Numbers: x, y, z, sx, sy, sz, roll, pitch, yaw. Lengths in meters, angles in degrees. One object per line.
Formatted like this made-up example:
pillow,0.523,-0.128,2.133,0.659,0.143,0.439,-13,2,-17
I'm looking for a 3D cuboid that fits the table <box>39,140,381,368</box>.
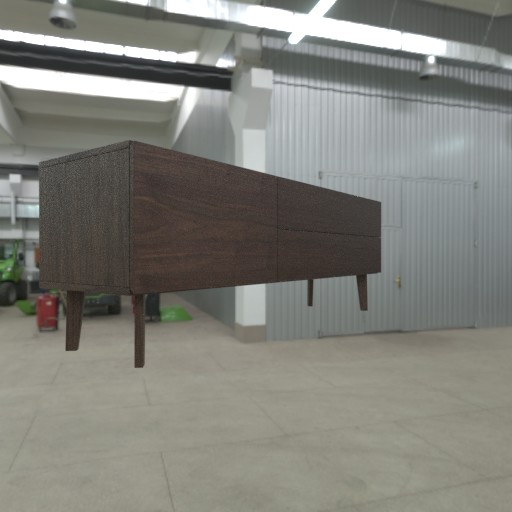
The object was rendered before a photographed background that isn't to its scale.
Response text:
table,0.000,0.000,1.625,0.405,0.508,1.397,0,0,37
